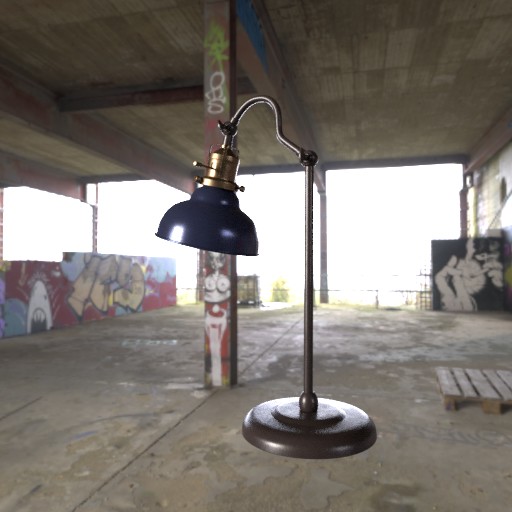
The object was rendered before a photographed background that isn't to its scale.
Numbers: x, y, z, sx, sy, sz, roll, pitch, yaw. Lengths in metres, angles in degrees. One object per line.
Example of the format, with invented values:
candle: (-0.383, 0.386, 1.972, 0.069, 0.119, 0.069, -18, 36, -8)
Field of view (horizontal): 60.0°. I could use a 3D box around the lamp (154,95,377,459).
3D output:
lamp: (0.000, 0.000, 0.698, 0.374, 0.508, 0.192, -1, -2, 34)
